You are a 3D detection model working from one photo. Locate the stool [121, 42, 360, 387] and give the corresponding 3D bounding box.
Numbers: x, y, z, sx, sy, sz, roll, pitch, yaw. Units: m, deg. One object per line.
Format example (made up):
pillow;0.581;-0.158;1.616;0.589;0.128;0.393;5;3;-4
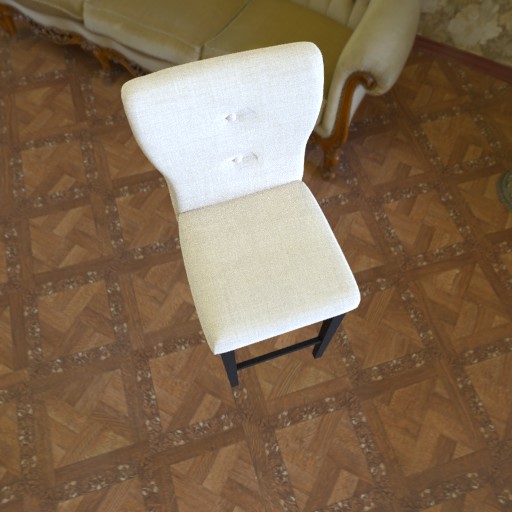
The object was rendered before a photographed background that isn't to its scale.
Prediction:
stool;0.000;0.000;1.479;0.516;1.124;0.603;-17;65;-8
